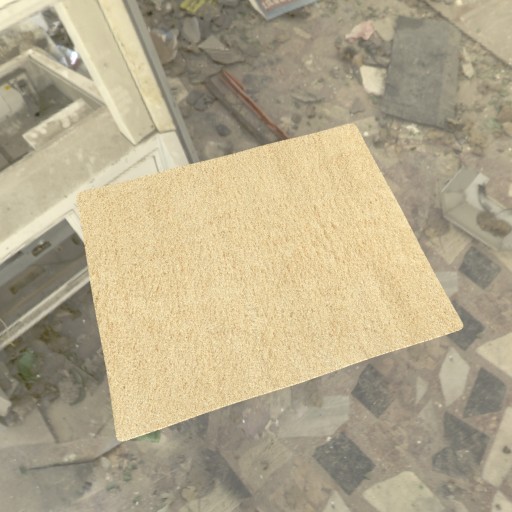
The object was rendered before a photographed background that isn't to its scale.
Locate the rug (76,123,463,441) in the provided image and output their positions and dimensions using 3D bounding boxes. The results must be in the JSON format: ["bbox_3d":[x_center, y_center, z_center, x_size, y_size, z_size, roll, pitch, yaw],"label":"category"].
[{"bbox_3d":[0.000,0.000,4.107,3.001,0.025,2.401,-16,65,-8],"label":"rug"}]
